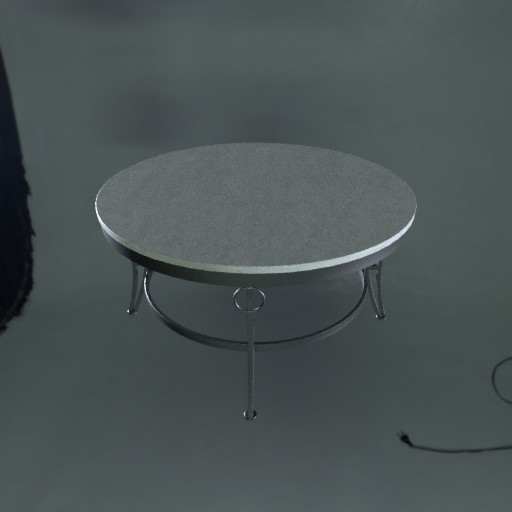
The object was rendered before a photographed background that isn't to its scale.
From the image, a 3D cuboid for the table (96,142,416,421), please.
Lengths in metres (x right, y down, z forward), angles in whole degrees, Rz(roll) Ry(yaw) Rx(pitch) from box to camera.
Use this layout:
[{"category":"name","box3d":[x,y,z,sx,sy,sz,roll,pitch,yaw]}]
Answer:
[{"category":"table","box3d":[0.000,0.000,1.405,0.889,0.470,0.889,0,30,0]}]
